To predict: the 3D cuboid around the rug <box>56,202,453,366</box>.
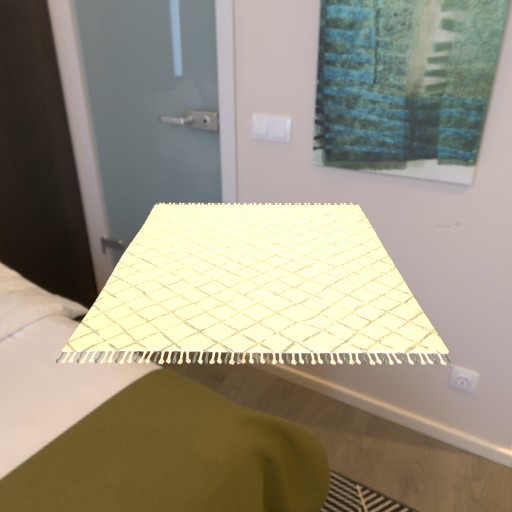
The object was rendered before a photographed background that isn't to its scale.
[{"bbox_3d":[0.000,0.000,4.786,2.892,0.036,3.585,0,26,0],"label":"rug"}]
